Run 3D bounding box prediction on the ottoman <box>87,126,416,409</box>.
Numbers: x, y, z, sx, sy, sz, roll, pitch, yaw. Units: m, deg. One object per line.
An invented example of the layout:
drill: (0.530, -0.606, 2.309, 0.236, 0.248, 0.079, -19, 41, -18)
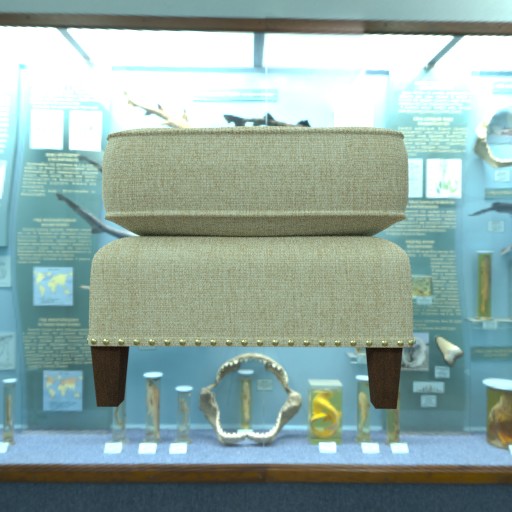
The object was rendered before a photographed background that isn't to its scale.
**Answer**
ottoman: (0.000, 0.000, 1.128, 0.589, 0.537, 0.738, 0, 0, 1)
